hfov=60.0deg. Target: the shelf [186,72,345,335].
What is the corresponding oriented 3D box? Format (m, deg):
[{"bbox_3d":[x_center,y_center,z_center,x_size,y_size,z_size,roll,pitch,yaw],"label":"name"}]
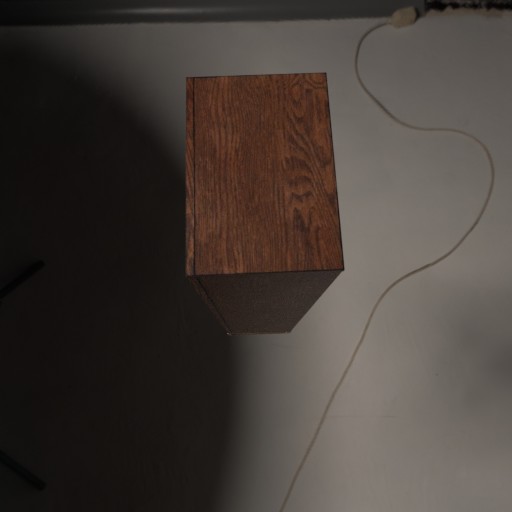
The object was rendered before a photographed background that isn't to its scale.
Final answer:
[{"bbox_3d":[0.000,0.000,1.938,0.395,1.732,0.539,-2,75,-1],"label":"shelf"}]
